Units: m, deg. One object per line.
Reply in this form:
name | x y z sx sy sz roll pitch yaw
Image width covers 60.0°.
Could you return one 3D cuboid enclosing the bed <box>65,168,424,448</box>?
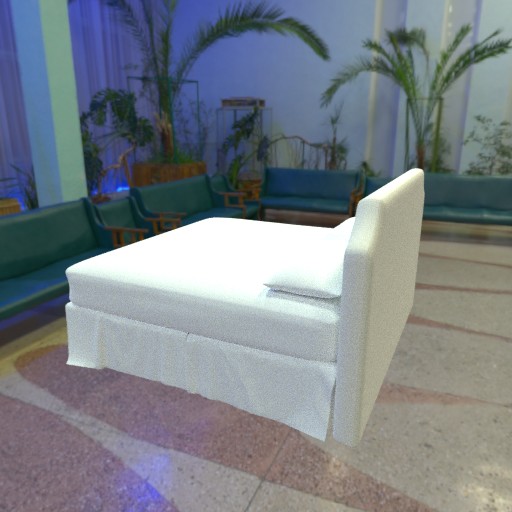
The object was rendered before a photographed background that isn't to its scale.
bed | 0.000 0.000 3.484 2.204 1.301 2.160 8 18 25
